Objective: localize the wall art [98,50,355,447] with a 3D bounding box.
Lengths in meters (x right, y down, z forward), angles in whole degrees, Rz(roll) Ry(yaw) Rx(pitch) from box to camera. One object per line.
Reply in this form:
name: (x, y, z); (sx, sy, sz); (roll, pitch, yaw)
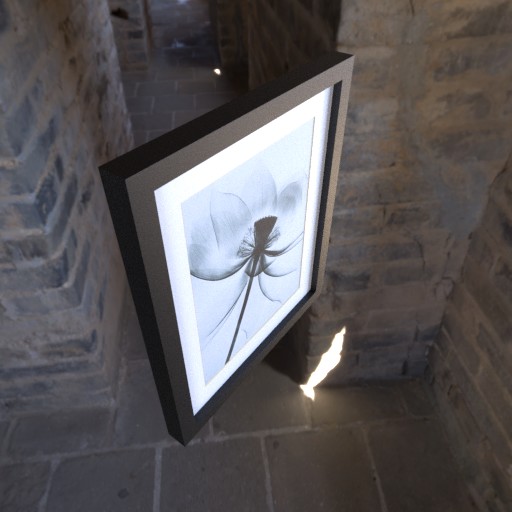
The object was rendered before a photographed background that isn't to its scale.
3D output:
wall art: (0.000, 0.000, 0.528); (0.029, 0.381, 0.330); (26, 47, 27)
